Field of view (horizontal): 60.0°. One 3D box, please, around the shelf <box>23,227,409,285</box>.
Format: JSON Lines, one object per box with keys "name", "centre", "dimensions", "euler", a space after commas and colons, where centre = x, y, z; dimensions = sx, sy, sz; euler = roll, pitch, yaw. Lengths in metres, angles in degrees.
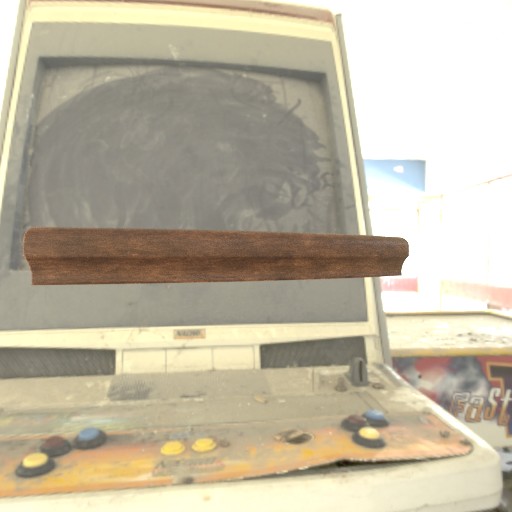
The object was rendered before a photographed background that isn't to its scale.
{"name": "shelf", "centre": [0.000, 0.000, 0.468], "dimensions": [0.310, 0.050, 0.310], "euler": [0, 0, 18]}
